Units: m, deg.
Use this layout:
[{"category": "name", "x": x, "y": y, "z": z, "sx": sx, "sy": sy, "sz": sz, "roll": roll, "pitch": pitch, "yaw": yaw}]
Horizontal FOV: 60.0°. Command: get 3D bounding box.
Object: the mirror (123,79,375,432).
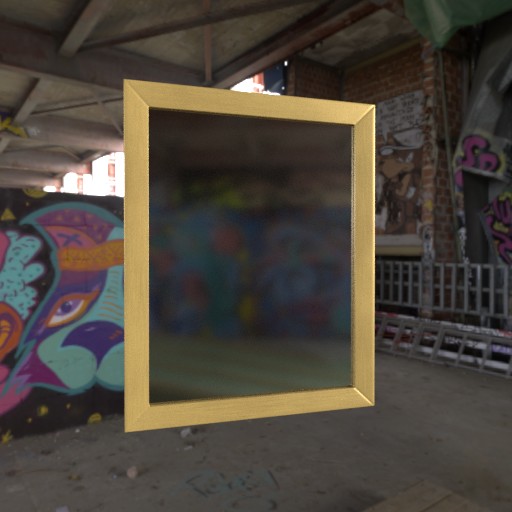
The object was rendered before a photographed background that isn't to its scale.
[{"category": "mirror", "x": 0.000, "y": 0.000, "z": 0.711, "sx": 0.405, "sy": 0.508, "sz": 0.041, "roll": 0, "pitch": 1, "yaw": -16}]
